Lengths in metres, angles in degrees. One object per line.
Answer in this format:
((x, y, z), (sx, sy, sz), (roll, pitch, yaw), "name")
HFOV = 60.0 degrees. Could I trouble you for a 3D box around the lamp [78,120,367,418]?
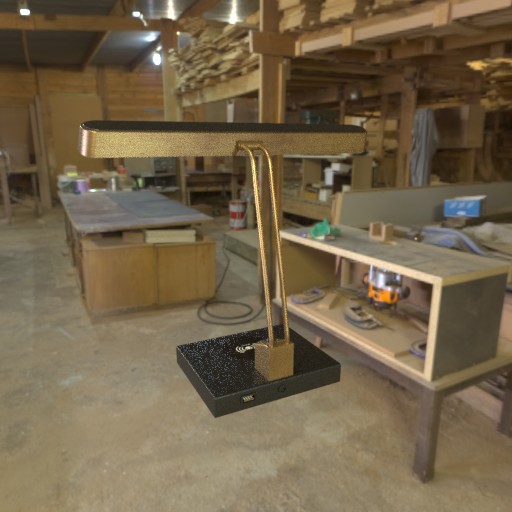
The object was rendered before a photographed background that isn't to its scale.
((0.000, 0.000, 0.593), (0.412, 0.345, 0.156), (-7, 16, -26), "lamp")
